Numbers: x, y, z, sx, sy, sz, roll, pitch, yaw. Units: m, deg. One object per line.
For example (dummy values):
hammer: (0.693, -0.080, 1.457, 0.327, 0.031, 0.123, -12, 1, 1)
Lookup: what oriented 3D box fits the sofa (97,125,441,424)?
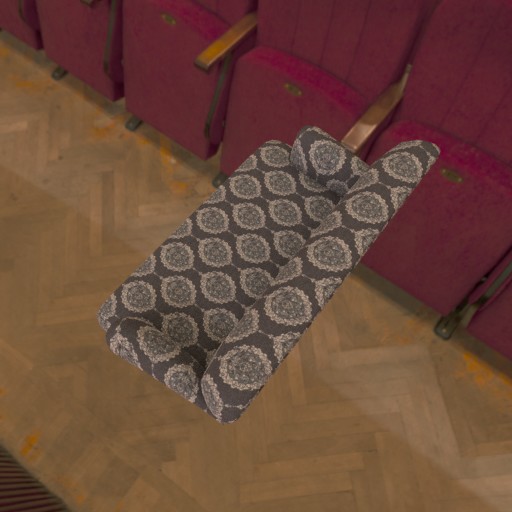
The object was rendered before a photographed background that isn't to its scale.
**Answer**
sofa: (0.000, 0.000, 1.843, 0.779, 0.867, 1.297, 35, 68, 16)
